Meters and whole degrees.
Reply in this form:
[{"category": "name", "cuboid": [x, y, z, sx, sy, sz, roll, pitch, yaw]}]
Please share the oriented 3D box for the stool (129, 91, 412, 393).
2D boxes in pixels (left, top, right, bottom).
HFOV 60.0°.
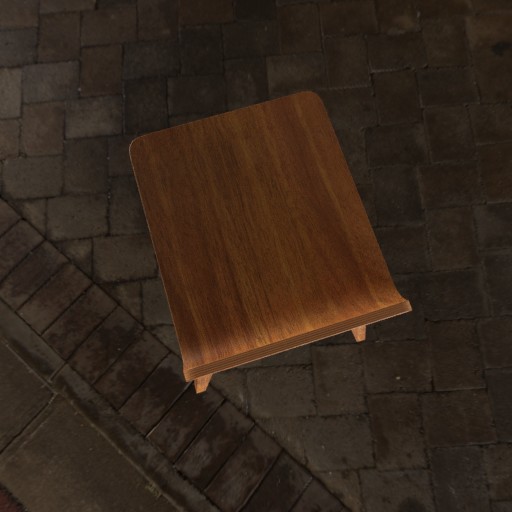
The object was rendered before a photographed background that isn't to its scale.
[{"category": "stool", "cuboid": [0.000, 0.000, 0.997, 0.500, 0.650, 0.500, -17, 76, -4]}]
